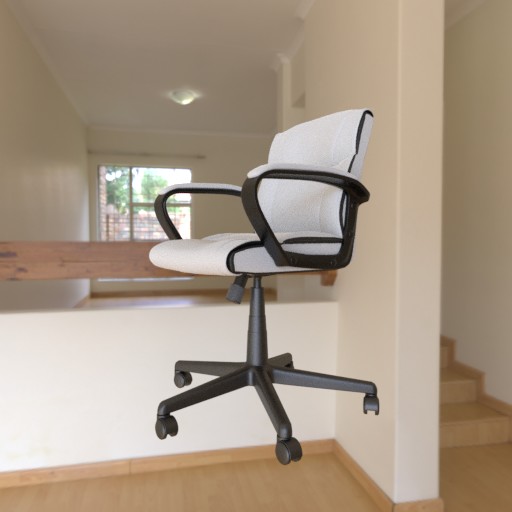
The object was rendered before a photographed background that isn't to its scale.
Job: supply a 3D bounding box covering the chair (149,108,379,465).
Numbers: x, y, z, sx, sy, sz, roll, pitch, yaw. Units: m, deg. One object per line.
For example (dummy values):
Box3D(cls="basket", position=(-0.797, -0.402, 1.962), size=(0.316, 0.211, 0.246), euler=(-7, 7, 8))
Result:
Box3D(cls="chair", position=(0.000, 0.000, 1.448), size=(0.717, 1.004, 0.739), euler=(-2, 2, -37))
